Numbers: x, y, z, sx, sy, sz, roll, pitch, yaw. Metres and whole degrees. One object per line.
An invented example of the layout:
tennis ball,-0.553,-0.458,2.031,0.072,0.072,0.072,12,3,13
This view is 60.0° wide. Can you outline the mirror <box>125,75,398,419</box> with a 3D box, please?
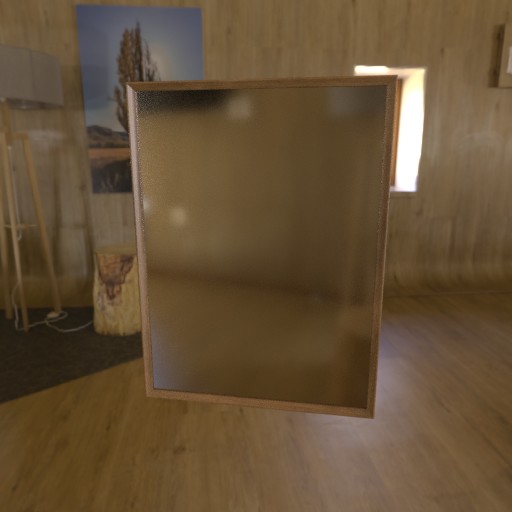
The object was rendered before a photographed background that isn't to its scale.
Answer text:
mirror,0.000,0.000,1.360,0.762,1.016,0.041,2,13,9
